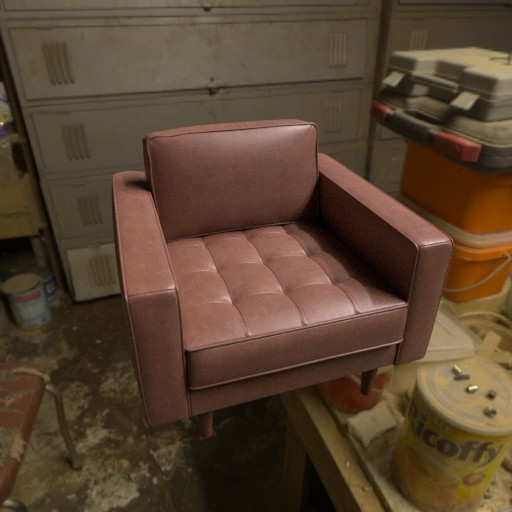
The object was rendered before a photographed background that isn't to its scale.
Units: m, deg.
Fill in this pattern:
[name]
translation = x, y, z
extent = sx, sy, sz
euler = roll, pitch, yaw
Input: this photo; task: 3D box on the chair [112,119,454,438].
[chair]
translation = 0.000, 0.000, 1.528
extent = 0.920, 0.770, 0.900
euler = -9, 32, -15
